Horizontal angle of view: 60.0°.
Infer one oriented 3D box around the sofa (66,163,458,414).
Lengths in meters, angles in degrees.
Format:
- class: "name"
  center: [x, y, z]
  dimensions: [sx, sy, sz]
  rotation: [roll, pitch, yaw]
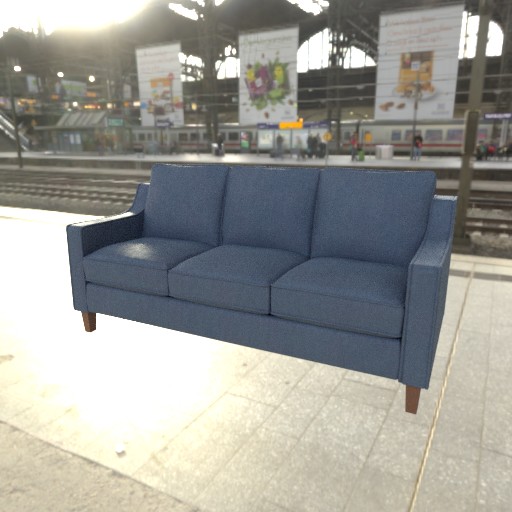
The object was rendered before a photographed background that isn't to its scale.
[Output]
- class: "sofa"
  center: [0.000, 0.000, 2.502]
  dimensions: [1.986, 0.974, 0.911]
  rotation: [7, 16, 25]
